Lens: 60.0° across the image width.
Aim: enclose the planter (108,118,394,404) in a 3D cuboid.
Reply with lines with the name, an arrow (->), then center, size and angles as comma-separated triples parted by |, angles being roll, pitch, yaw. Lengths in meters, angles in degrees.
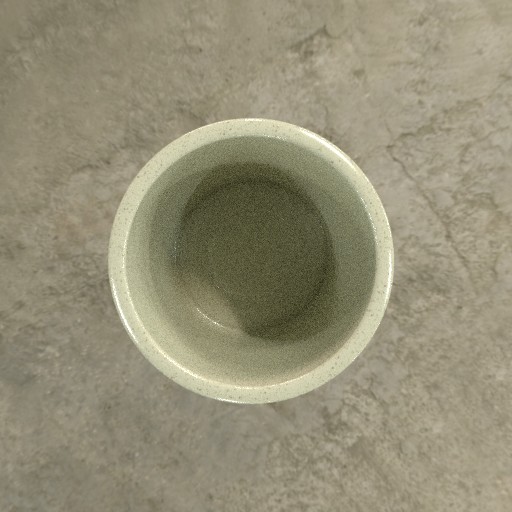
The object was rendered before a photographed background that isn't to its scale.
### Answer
planter -> 0.000, 0.000, 0.554 | 0.243, 0.390, 0.234 | 0, 92, 0
